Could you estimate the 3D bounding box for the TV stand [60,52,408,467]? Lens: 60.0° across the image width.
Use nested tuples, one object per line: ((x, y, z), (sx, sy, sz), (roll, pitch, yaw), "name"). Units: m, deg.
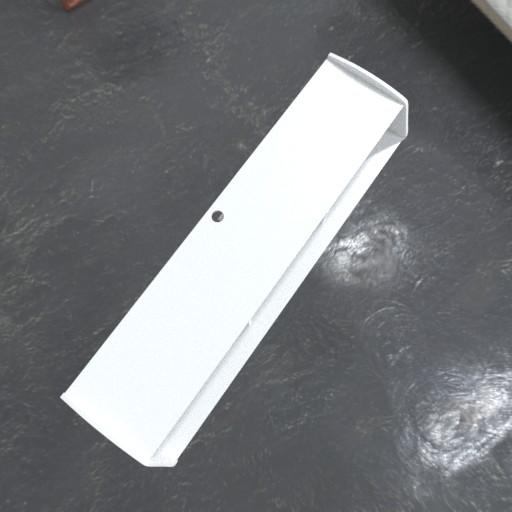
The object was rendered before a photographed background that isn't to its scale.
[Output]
((0.000, 0.000, 1.633), (0.397, 0.424, 1.473), (35, 79, 8), "TV stand")
